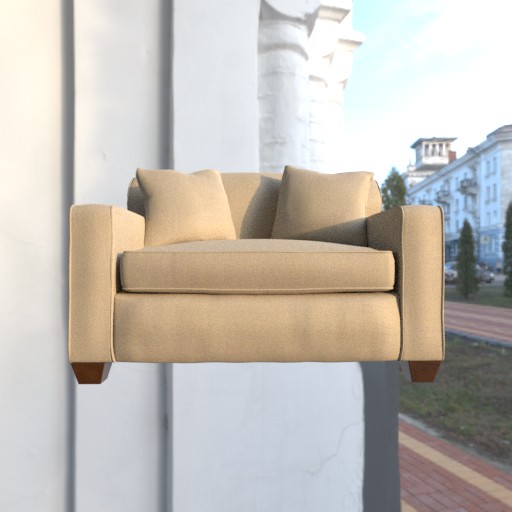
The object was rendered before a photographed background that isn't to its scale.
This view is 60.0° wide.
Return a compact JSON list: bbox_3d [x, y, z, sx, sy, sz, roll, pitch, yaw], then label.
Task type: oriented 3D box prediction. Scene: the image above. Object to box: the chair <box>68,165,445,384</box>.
[{"bbox_3d":[0.000,0.000,2.059,1.383,0.948,1.000,0,-1,-1],"label":"chair"}]
